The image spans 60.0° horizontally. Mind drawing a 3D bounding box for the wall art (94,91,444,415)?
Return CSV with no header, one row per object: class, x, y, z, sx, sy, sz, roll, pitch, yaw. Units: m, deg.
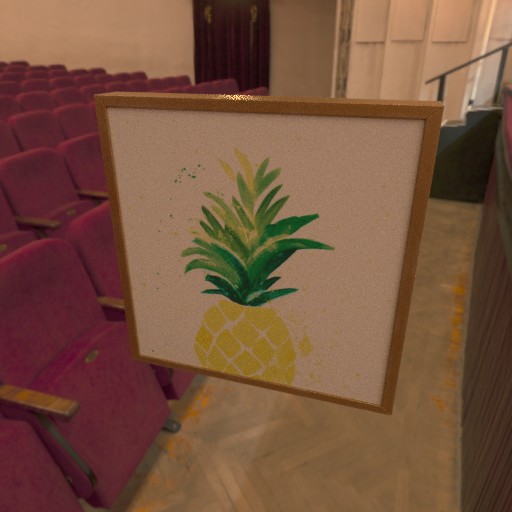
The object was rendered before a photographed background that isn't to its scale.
wall art,0.000,0.000,0.452,0.306,0.305,0.038,8,26,16
